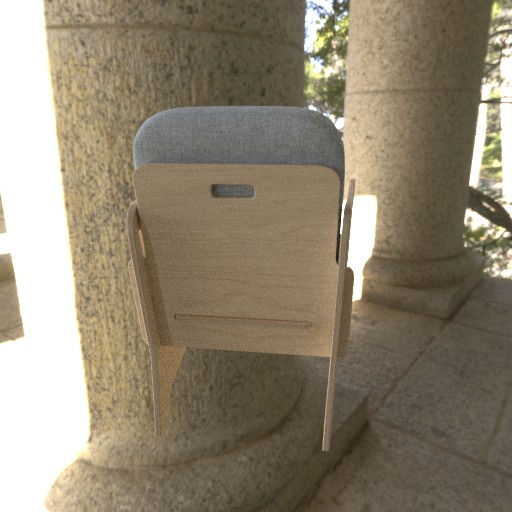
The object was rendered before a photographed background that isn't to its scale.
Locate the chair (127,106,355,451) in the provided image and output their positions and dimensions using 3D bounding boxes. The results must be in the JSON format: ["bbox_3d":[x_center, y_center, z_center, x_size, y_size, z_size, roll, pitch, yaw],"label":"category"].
[{"bbox_3d":[0.000,0.000,1.284,0.590,0.800,0.710,2,17,7],"label":"chair"}]
